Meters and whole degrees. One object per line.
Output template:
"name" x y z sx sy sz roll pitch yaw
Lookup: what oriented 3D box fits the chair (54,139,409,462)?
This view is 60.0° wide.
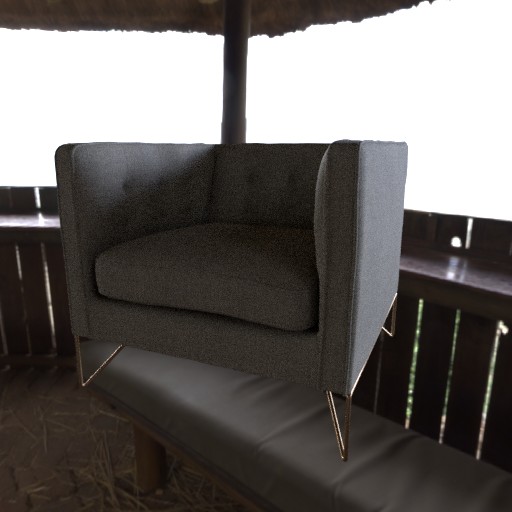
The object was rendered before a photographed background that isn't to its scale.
"chair" 0.000 0.000 1.581 0.920 0.799 0.912 6 15 24
